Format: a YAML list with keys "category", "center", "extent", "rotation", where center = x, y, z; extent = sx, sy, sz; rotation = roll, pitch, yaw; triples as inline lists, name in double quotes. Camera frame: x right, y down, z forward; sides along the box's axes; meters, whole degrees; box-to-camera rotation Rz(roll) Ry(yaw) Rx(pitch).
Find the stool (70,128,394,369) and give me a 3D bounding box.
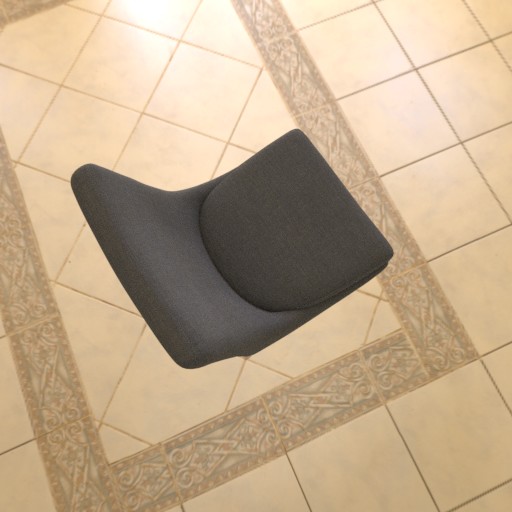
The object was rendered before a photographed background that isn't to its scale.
- category: "stool"
  center: [0.000, 0.000, 1.249]
  extent: [0.577, 0.981, 0.470]
  rotation: [-33, 77, -8]
